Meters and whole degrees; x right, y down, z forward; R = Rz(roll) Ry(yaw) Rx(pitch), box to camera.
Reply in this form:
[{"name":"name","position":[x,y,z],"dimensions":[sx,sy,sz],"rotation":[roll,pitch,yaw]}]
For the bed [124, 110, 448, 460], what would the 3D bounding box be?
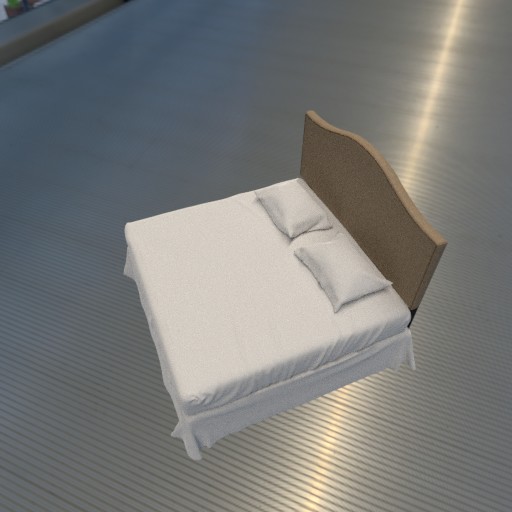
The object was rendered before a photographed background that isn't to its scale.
[{"name":"bed","position":[0.000,0.000,3.824],"dimensions":[2.222,1.651,2.311],"rotation":[-17,49,-16]}]
